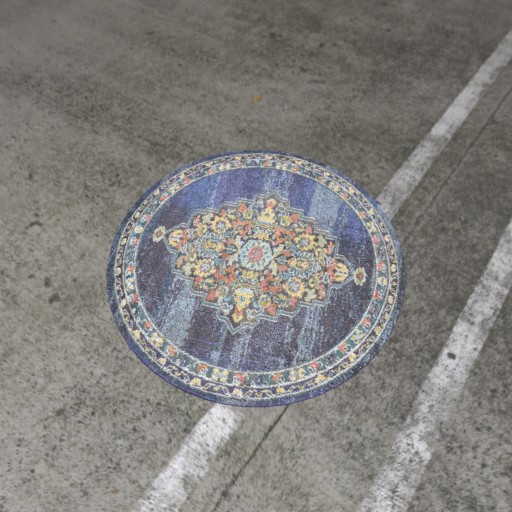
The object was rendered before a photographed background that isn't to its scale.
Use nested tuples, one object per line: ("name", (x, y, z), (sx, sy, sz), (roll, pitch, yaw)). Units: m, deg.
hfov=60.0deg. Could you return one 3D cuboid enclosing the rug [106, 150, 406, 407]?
("rug", (0.000, 0.000, 2.396), (1.591, 0.010, 1.591), (0, 58, 0))
